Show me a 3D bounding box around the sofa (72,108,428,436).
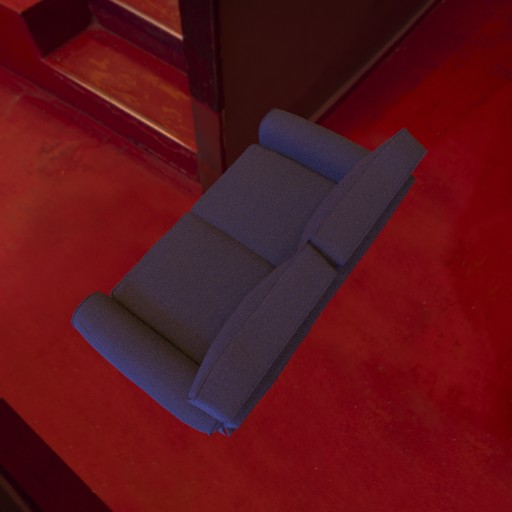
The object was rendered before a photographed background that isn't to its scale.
[{"bbox_3d":[0.000,0.000,2.443,0.997,1.059,1.801,34,68,16],"label":"sofa"}]
